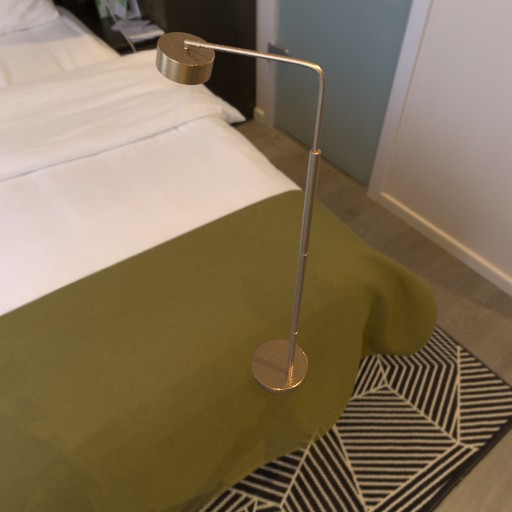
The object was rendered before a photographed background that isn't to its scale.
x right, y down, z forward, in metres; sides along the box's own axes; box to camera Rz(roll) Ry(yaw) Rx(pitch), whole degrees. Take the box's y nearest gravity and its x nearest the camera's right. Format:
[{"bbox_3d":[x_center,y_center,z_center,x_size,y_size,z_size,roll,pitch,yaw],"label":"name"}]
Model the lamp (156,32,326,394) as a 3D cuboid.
[{"bbox_3d":[0.000,0.000,1.324,0.418,1.230,0.219,17,50,15],"label":"lamp"}]
